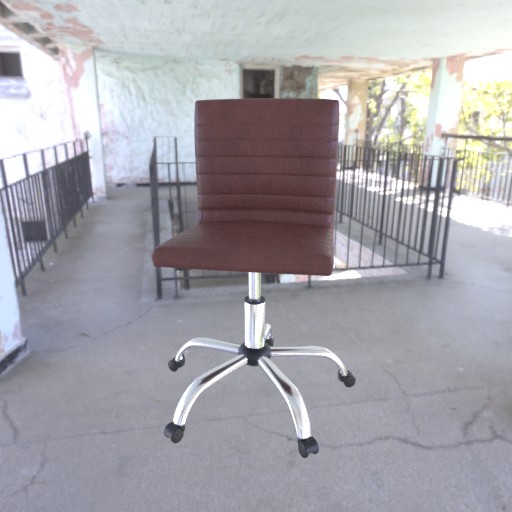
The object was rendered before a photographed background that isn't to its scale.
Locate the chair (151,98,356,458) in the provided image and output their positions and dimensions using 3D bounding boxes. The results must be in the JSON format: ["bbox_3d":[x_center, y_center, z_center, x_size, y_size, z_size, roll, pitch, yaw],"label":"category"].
[{"bbox_3d":[0.000,0.000,1.142,0.556,0.780,0.530,3,17,9],"label":"chair"}]
